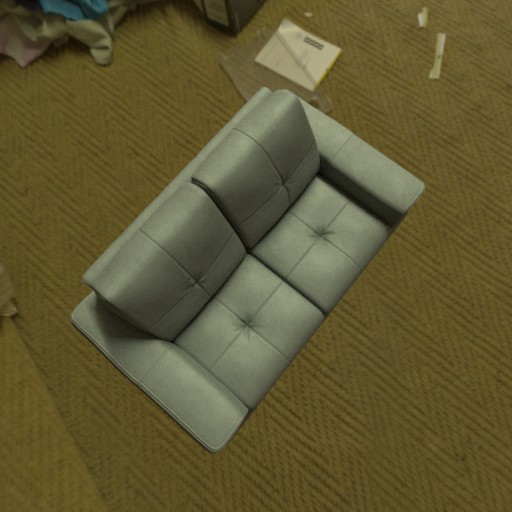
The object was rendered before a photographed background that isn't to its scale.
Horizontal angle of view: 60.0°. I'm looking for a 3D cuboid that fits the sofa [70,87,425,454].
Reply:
[{"bbox_3d":[0.000,0.000,2.401,1.018,0.907,1.806,38,78,10],"label":"sofa"}]
